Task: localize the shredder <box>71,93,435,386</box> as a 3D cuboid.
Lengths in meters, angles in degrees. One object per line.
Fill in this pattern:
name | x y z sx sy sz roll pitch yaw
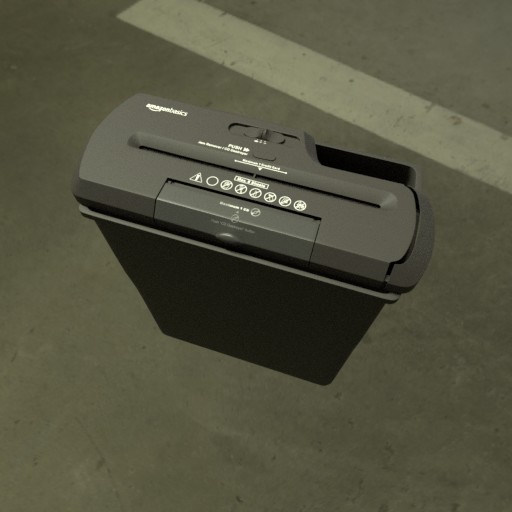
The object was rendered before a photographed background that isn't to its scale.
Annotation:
shredder | 0.000 0.000 0.523 0.320 0.335 0.170 16 60 9
